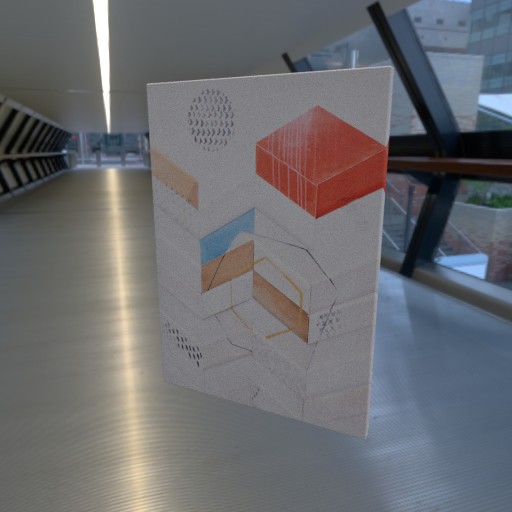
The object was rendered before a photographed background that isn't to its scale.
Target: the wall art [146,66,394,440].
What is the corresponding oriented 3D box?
[{"bbox_3d":[0.000,0.000,1.122,0.613,0.848,0.036,7,16,26],"label":"wall art"}]
